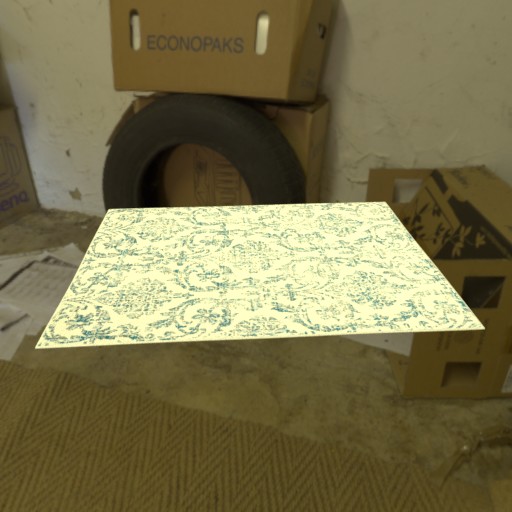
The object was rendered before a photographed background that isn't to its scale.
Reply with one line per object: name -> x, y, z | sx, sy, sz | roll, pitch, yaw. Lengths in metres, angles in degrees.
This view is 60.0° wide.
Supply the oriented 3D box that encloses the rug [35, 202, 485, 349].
rug -> 0.000, 0.000, 2.838 | 2.197, 0.014, 1.586 | -2, 30, -3
